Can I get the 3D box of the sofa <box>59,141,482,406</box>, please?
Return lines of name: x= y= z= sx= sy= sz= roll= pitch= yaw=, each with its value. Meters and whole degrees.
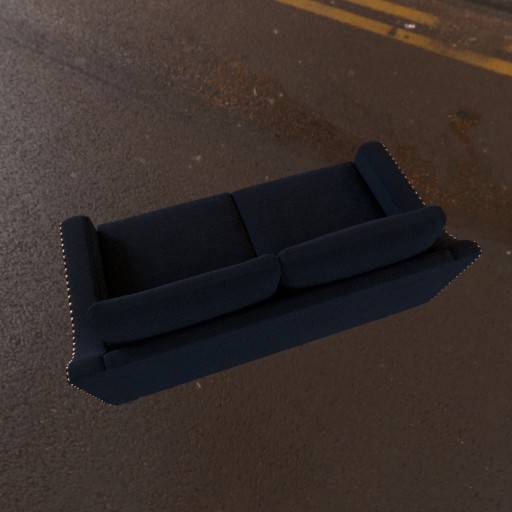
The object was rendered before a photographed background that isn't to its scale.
sofa: x=0.000 y=0.000 z=2.653 sx=2.107 sy=0.983 sz=1.104 roll=-16 pitch=59 yaw=-10
